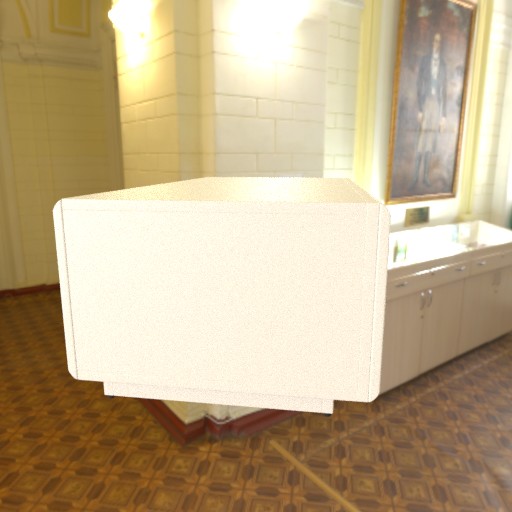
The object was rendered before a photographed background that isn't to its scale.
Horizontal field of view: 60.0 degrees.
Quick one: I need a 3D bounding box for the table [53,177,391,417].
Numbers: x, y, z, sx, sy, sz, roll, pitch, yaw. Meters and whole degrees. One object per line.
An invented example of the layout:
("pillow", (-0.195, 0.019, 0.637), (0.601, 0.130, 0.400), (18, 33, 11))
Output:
("table", (0.000, 0.000, 1.384), (0.639, 0.442, 1.097), (2, 12, 8))
